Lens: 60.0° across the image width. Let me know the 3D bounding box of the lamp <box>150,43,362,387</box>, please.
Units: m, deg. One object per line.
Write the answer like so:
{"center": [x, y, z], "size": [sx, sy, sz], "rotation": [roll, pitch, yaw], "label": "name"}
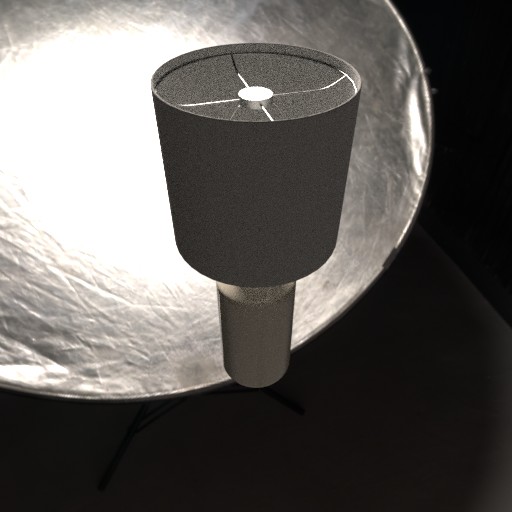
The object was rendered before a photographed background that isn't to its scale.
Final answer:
{"center": [0.000, 0.000, 0.614], "size": [0.212, 0.493, 0.212], "rotation": [-11, 43, -12], "label": "lamp"}
